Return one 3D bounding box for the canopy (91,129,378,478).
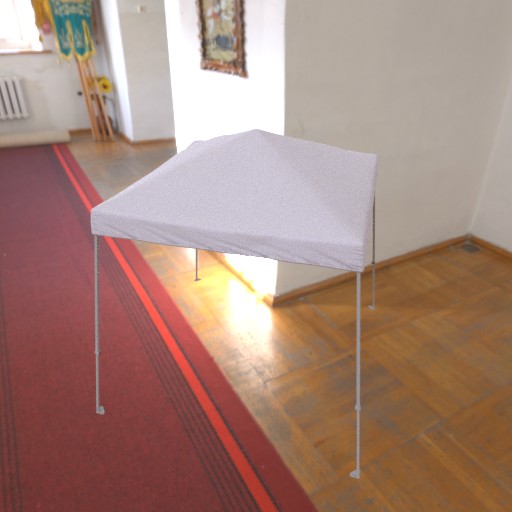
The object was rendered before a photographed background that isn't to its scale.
[{"bbox_3d":[0.000,0.000,5.022,2.849,2.850,2.850,8,31,14],"label":"canopy"}]
